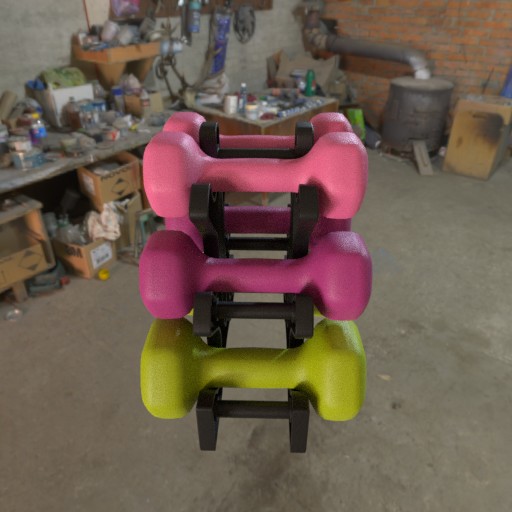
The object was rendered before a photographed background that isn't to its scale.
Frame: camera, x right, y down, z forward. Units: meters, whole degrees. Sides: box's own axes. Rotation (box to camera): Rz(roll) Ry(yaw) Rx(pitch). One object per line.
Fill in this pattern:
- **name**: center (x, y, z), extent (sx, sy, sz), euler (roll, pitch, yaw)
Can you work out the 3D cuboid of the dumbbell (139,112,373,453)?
- **dumbbell**: center (0.000, 0.000, 0.442), extent (0.203, 0.261, 0.257), euler (1, 31, 1)
